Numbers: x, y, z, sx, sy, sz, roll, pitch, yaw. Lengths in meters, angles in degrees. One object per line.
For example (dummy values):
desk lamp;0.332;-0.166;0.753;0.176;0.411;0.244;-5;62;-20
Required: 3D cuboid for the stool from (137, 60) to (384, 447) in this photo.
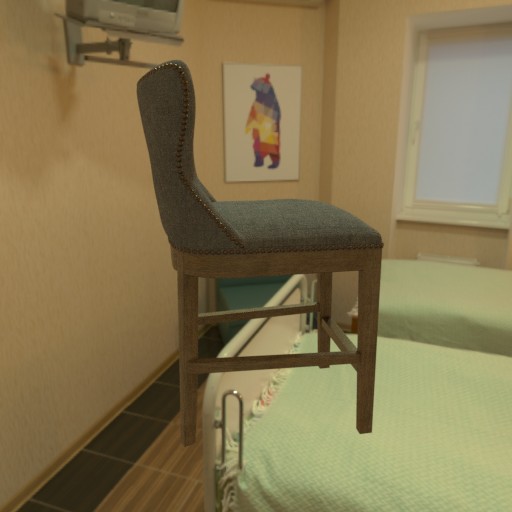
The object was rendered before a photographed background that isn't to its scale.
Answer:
stool;0.000;0.000;1.286;0.608;0.981;0.498;-3;16;-9
